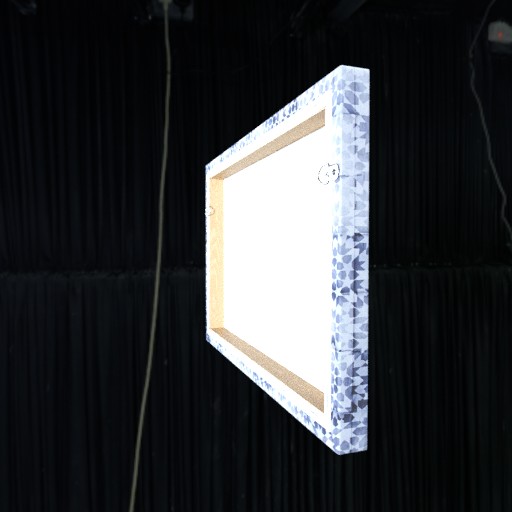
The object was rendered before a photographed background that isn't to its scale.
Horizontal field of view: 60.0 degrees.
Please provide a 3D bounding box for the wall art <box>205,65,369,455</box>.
[{"bbox_3d":[0.000,0.000,1.123,0.057,0.608,0.911,0,1,-20],"label":"wall art"}]
